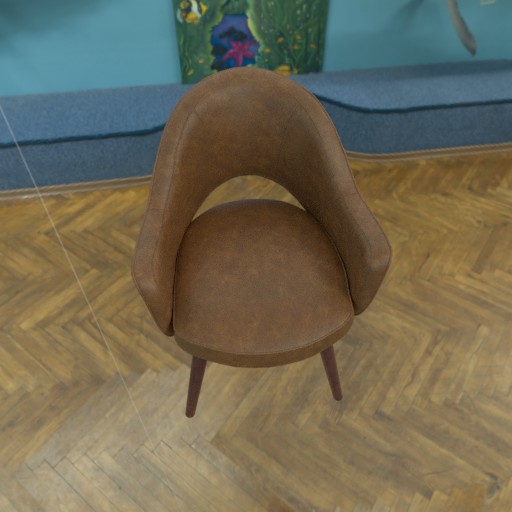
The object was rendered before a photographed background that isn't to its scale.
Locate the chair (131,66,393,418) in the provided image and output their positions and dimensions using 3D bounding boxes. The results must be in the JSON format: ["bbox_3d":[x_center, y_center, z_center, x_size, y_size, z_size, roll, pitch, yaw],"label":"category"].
[{"bbox_3d":[0.000,0.000,1.227,0.591,0.777,0.640,-5,47,-5],"label":"chair"}]
